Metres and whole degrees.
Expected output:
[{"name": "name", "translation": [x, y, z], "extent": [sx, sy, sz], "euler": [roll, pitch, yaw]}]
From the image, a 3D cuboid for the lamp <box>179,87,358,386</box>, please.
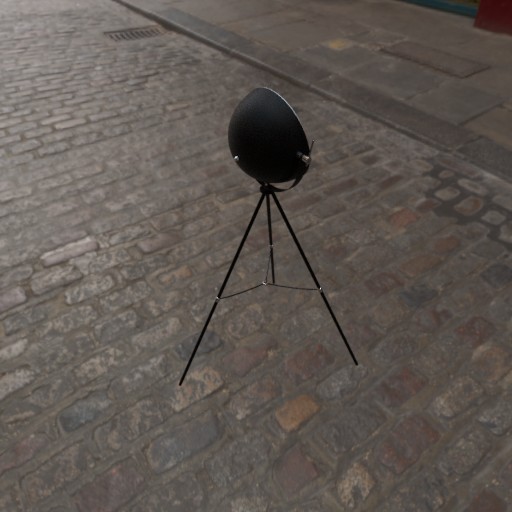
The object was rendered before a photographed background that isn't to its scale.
[{"name": "lamp", "translation": [0.000, 0.000, 2.077], "extent": [0.920, 1.512, 0.817], "euler": [-26, 47, -27]}]
